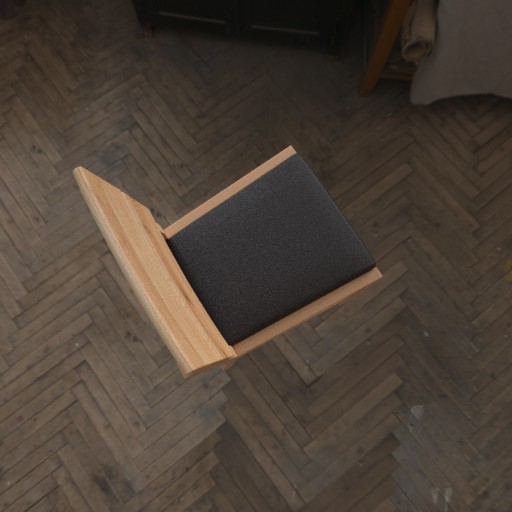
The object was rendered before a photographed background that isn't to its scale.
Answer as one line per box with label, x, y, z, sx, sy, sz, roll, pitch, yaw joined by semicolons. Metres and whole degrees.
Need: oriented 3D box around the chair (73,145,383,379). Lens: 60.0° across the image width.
chair;0.000;0.000;1.256;0.560;0.950;0.475;-31;78;-7
